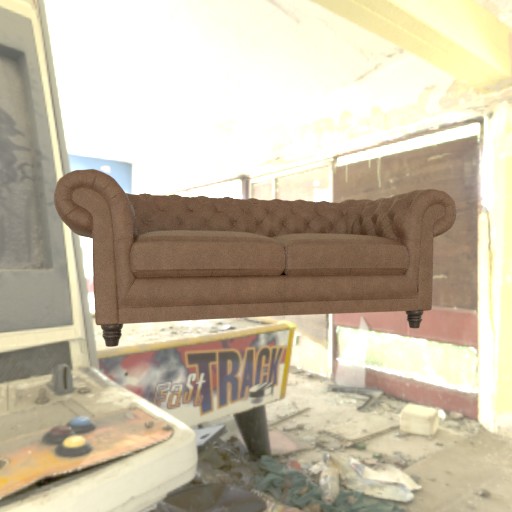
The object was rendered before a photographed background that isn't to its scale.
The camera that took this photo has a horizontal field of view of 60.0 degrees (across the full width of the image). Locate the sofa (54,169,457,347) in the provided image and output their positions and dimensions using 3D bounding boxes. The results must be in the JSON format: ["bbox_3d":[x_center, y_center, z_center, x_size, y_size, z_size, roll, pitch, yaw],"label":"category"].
[{"bbox_3d":[0.000,0.000,2.549,2.048,0.784,0.955,0,0,-18],"label":"sofa"}]
